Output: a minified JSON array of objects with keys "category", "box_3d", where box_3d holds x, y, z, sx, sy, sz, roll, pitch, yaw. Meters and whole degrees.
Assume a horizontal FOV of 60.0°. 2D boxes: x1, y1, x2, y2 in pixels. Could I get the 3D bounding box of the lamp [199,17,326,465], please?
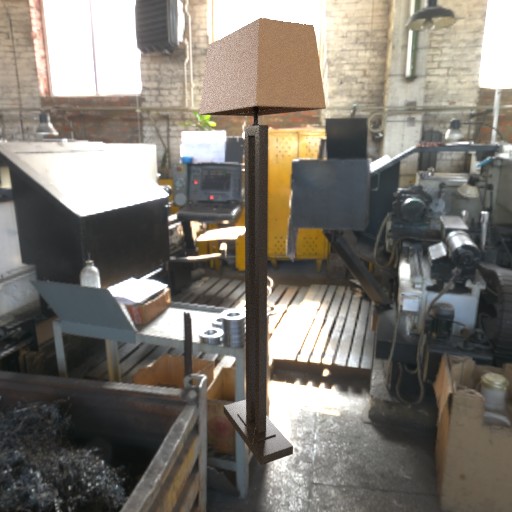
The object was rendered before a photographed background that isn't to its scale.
[{"category":"lamp","box_3d":[0.000,0.000,1.606,0.233,1.469,0.475,-7,16,-25]}]
